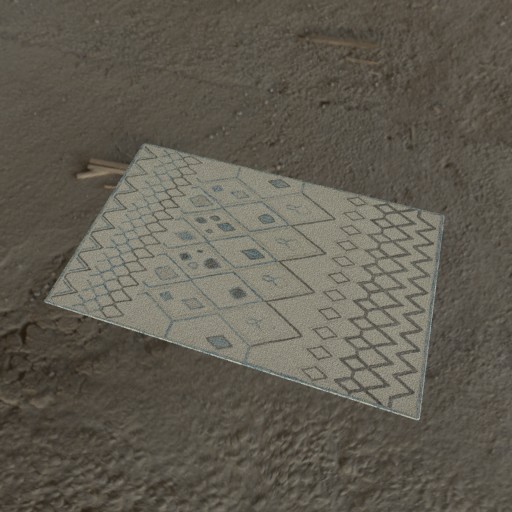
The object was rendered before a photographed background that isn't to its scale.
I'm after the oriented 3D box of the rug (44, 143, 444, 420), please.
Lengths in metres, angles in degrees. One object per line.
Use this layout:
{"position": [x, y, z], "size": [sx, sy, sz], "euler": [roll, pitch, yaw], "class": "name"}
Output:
{"position": [0.000, 0.000, 3.093], "size": [2.439, 0.015, 1.524], "euler": [15, 60, 9], "class": "rug"}
